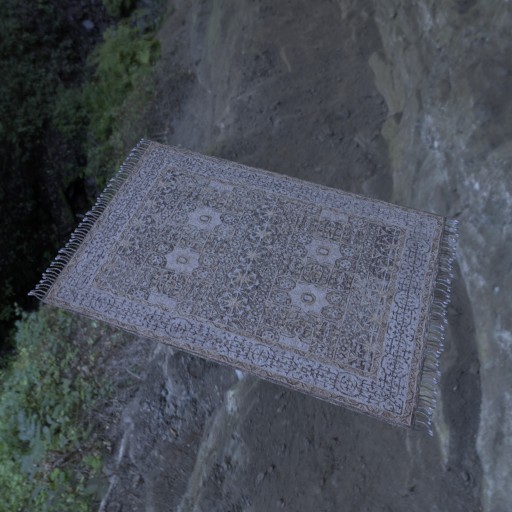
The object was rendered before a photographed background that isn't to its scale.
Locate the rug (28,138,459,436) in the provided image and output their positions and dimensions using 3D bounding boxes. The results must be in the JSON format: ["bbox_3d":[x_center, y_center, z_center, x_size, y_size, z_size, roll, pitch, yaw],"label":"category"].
[{"bbox_3d":[0.000,0.000,2.380,2.029,0.010,1.237,17,58,11],"label":"rug"}]
